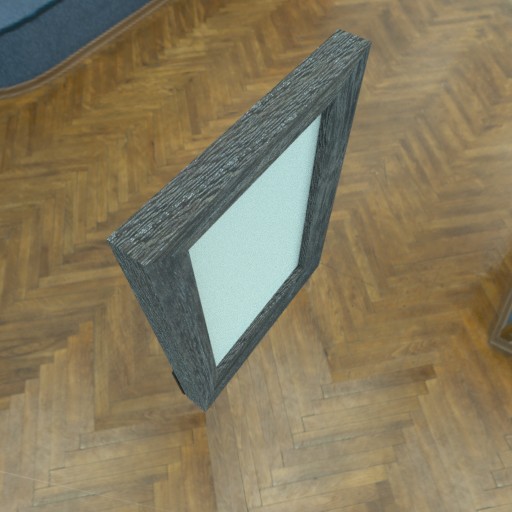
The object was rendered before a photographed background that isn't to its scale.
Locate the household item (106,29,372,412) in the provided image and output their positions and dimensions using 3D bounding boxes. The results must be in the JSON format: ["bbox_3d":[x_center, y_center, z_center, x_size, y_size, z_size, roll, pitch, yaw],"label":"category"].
[{"bbox_3d":[0.000,0.000,0.233,0.020,0.180,0.133,32,63,18],"label":"household item"}]
